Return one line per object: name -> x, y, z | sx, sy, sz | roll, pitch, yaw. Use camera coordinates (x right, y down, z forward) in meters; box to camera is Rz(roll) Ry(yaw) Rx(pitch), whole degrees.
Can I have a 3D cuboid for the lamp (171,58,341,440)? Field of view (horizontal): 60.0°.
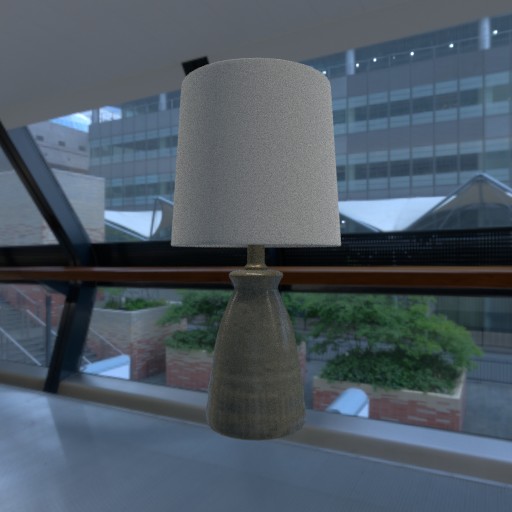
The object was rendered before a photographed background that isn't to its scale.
lamp -> 0.000, 0.000, 0.495 | 0.186, 0.369, 0.186 | 0, 0, 0
